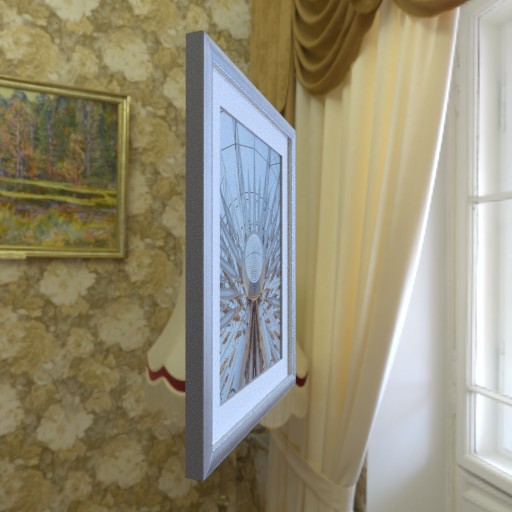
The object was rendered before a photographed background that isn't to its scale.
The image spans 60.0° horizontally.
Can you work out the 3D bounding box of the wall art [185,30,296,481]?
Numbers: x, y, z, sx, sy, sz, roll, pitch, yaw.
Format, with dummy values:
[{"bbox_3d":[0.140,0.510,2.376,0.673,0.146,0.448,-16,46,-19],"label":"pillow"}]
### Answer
[{"bbox_3d":[0.000,0.000,0.767,0.029,0.558,0.458,0,0,19],"label":"wall art"}]
